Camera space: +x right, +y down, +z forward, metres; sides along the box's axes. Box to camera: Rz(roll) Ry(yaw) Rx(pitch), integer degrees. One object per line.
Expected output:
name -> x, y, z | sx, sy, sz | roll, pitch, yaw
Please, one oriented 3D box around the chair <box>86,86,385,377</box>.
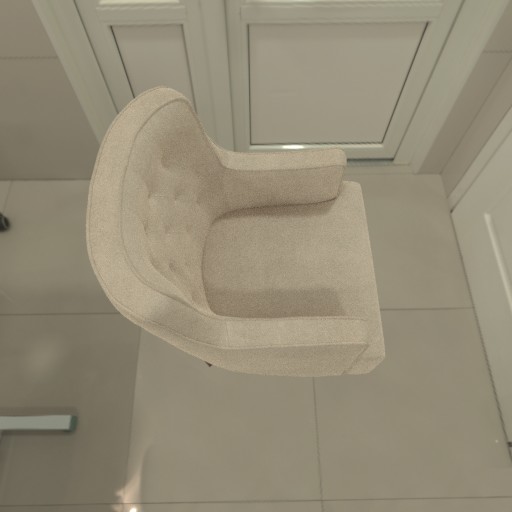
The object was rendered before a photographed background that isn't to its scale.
chair -> 0.000, 0.000, 1.612 | 0.910, 0.920, 0.781 | -1, 64, 0
